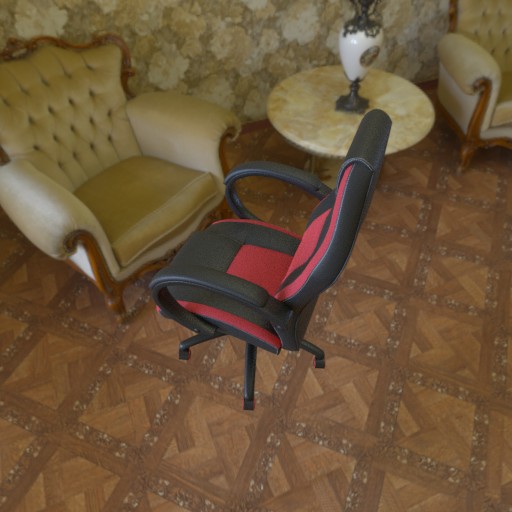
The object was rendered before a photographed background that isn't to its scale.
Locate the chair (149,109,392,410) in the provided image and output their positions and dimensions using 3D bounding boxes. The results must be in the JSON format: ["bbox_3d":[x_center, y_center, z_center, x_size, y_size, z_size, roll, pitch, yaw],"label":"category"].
[{"bbox_3d":[0.000,0.000,1.650,0.724,1.187,0.673,16,49,14],"label":"chair"}]
